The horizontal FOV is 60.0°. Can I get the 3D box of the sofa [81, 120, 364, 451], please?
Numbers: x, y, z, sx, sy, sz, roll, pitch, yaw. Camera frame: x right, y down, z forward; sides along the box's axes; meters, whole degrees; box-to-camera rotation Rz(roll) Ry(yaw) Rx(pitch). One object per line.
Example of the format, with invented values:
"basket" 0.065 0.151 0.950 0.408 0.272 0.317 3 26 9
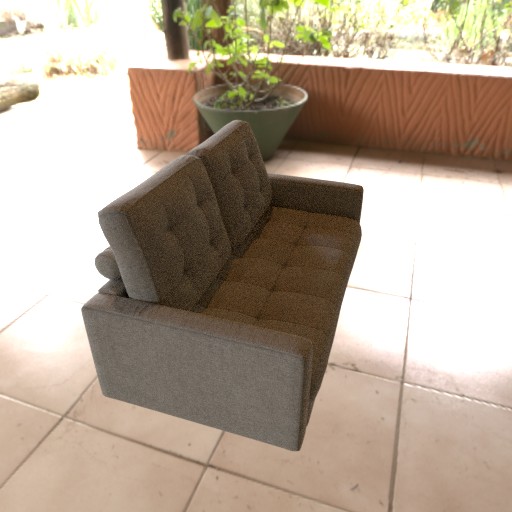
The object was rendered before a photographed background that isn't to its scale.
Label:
"sofa" 0.000 0.000 2.001 0.842 0.907 1.407 10 32 16
